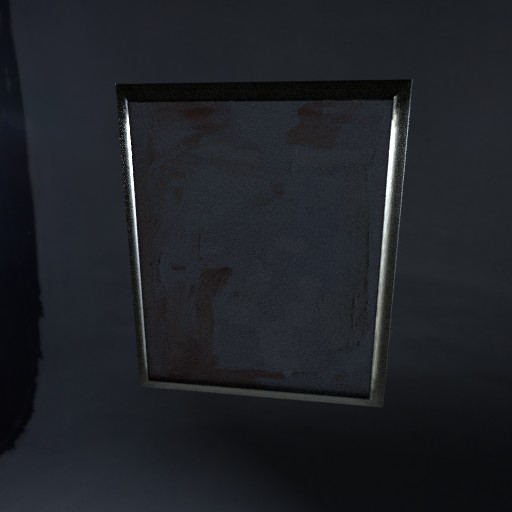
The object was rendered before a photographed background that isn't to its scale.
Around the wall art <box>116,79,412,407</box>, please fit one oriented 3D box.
[{"bbox_3d":[0.000,0.000,0.620,0.381,0.457,0.023,2,16,8],"label":"wall art"}]
